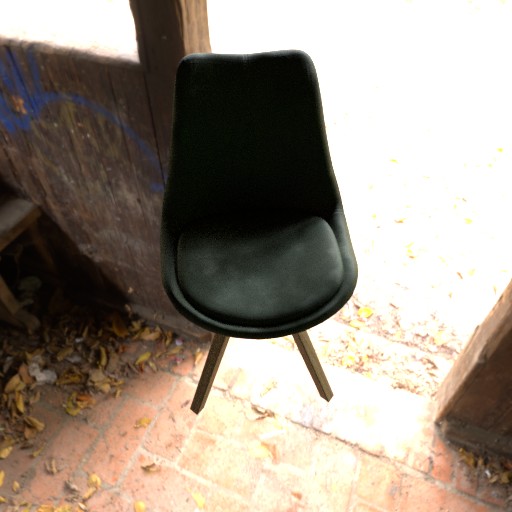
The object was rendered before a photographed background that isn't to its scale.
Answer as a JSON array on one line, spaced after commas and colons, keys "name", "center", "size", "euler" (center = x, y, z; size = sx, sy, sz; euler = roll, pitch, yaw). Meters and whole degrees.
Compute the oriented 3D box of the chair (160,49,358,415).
[{"name": "chair", "center": [0.000, 0.000, 1.180], "size": [0.483, 0.865, 0.547], "euler": [-4, 47, -4]}]
